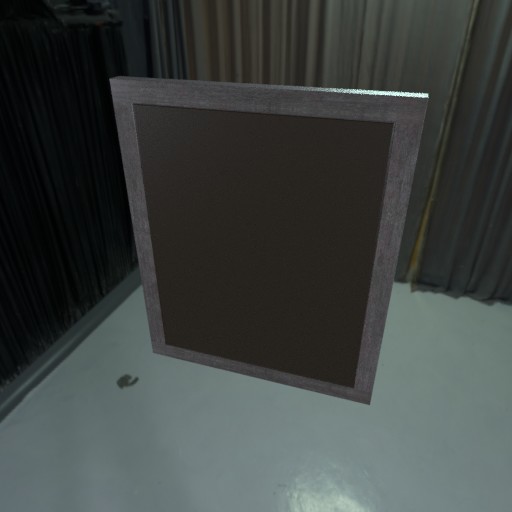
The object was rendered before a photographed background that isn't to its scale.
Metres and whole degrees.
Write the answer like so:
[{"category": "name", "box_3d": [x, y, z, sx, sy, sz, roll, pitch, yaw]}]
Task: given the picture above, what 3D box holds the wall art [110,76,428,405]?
[{"category": "wall art", "box_3d": [0.000, 0.000, 0.797, 0.479, 0.580, 0.027, 9, 32, 15]}]
